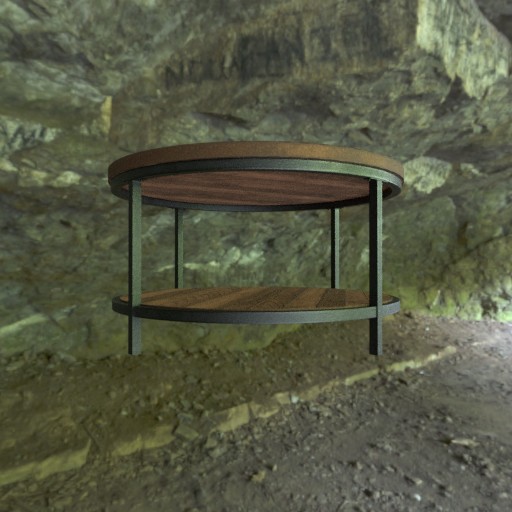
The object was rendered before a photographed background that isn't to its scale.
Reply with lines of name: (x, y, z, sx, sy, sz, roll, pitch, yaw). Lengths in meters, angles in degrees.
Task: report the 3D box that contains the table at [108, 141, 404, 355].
table: (0.000, 0.000, 1.318, 0.837, 0.462, 0.837, 0, 0, 0)
